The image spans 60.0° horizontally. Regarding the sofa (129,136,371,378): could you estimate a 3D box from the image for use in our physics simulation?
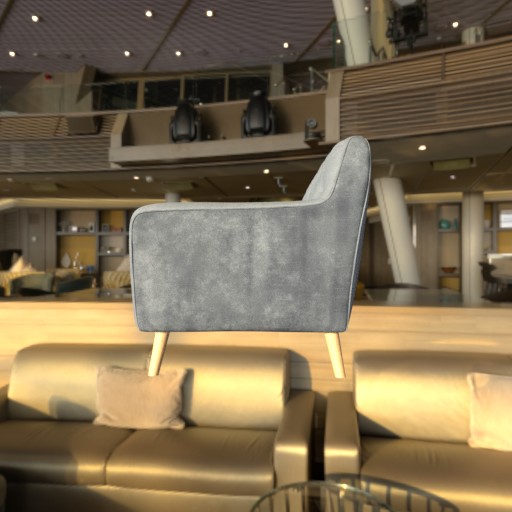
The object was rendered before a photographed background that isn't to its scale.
[{"bbox_3d":[0.000,0.000,2.401,0.841,0.832,1.975,0,0,2],"label":"sofa"}]
